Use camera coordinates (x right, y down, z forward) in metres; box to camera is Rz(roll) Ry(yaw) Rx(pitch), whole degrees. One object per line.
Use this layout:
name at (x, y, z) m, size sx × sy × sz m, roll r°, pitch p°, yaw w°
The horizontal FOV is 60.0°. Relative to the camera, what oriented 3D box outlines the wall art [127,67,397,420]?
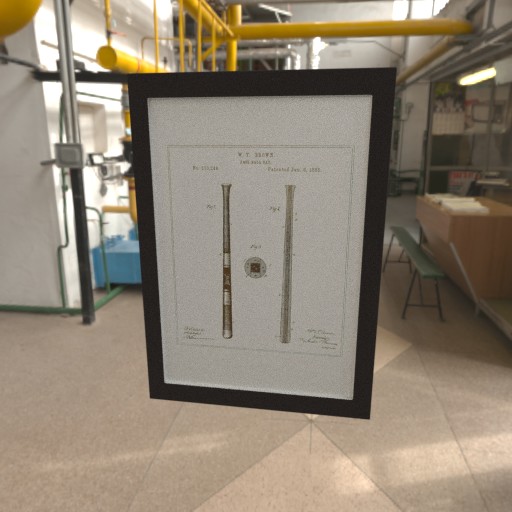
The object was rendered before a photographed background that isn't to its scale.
wall art at (0.000, 0.000, 0.680) m, size 0.374 × 0.529 × 0.012 m, roll 2°, pitch 15°, yaw 9°
